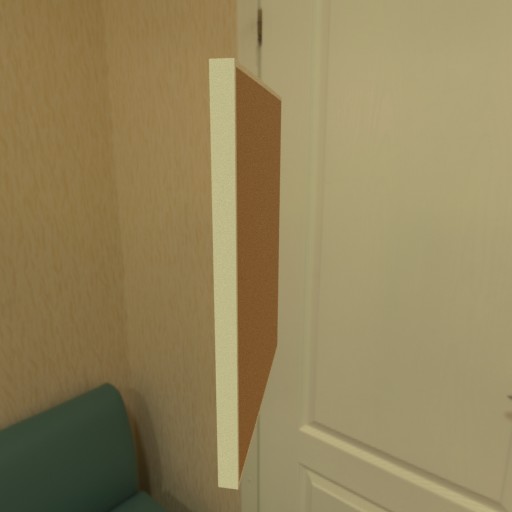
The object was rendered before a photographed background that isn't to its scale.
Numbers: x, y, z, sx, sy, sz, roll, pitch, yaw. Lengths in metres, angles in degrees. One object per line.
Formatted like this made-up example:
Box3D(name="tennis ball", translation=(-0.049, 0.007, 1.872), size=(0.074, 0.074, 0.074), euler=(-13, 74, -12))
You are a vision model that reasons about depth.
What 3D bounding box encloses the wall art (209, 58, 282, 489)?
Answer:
Box3D(name="wall art", translation=(0.000, 0.000, 0.753), size=(0.030, 0.549, 0.443), euler=(2, 15, 9))
